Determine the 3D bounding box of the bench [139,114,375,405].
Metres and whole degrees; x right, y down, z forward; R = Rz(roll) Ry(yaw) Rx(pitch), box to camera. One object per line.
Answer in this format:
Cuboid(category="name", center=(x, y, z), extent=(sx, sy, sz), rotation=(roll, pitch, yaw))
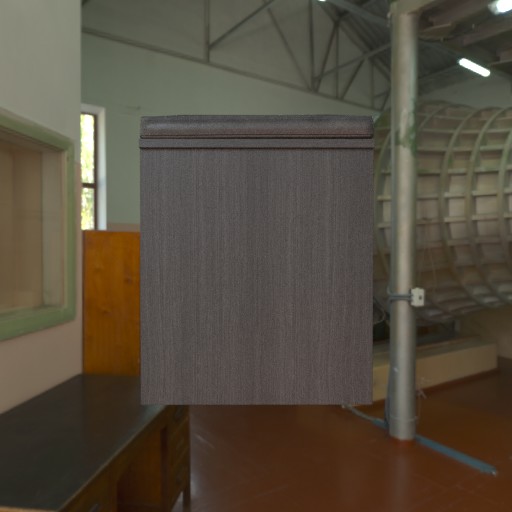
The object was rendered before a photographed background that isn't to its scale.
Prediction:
Cuboid(category="bench", center=(0.000, 0.000, 1.205), extent=(0.401, 0.501, 0.905), rotation=(0, 1, 0))
